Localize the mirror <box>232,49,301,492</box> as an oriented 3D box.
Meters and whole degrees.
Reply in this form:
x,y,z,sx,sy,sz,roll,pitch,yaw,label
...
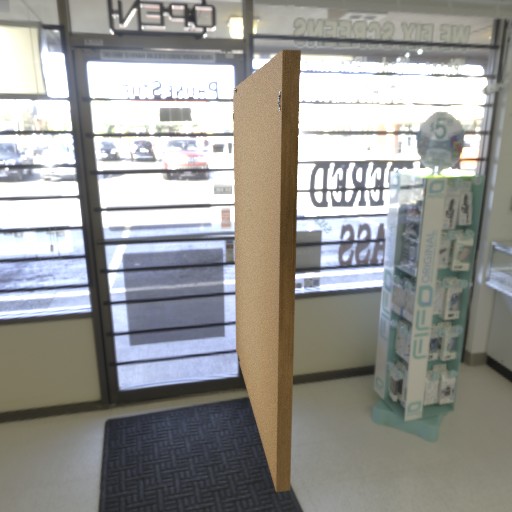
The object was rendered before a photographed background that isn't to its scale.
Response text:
x,y,z,sx,sy,sz,roll,pitch,yaw,label
0.000,0.000,1.337,0.041,1.016,0.762,-3,15,-10,mirror
